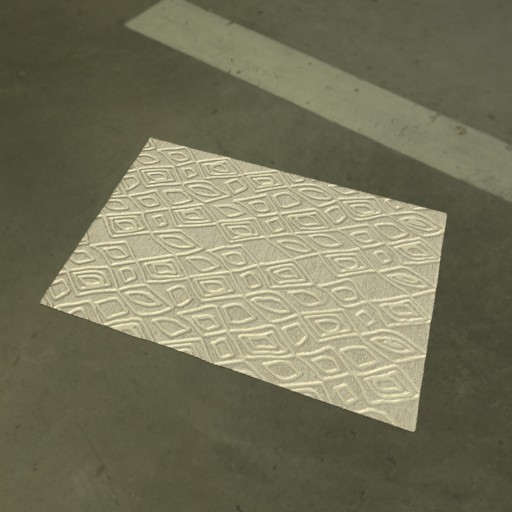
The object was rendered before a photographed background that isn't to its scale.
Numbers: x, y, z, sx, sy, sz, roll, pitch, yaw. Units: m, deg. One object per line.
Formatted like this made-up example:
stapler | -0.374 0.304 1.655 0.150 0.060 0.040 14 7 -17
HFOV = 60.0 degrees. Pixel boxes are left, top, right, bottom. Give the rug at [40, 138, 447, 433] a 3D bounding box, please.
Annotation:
rug | 0.000 0.000 2.318 1.832 0.016 1.224 16 59 10
